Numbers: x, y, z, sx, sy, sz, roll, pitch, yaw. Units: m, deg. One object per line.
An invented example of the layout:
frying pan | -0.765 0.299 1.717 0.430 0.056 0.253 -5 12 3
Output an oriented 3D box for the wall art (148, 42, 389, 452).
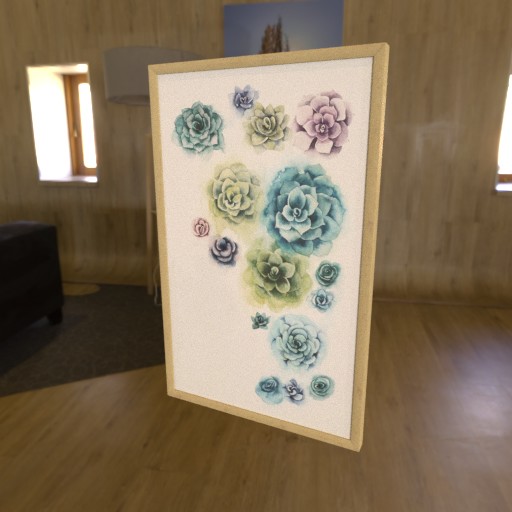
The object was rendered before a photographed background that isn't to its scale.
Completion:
wall art | 0.000 0.000 0.974 0.510 0.810 0.039 7 16 25
